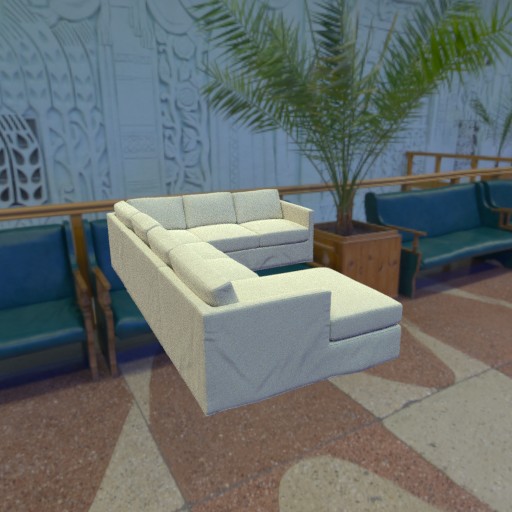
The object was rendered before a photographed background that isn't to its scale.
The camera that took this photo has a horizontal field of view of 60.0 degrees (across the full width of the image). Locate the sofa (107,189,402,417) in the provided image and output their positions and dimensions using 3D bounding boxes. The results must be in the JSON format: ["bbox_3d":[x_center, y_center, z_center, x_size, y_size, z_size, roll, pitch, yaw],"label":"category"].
[{"bbox_3d":[0.000,0.000,4.608,2.448,0.882,3.464,-8,19,-26],"label":"sofa"}]
